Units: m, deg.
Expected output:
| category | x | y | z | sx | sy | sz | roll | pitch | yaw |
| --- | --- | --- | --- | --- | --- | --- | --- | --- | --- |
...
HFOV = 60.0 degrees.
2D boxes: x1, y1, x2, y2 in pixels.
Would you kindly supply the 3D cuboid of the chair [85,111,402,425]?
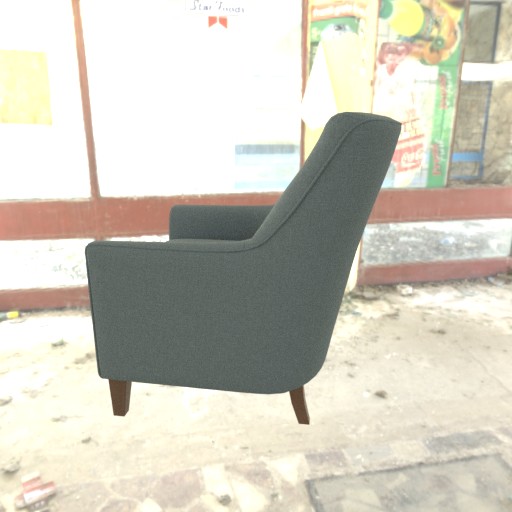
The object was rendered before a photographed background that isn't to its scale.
| category | x | y | z | sx | sy | sz | roll | pitch | yaw |
| --- | --- | --- | --- | --- | --- | --- | --- | --- | --- |
| chair | 0.000 | 0.000 | 1.533 | 0.879 | 0.916 | 0.756 | 3 | 16 | 10 |
